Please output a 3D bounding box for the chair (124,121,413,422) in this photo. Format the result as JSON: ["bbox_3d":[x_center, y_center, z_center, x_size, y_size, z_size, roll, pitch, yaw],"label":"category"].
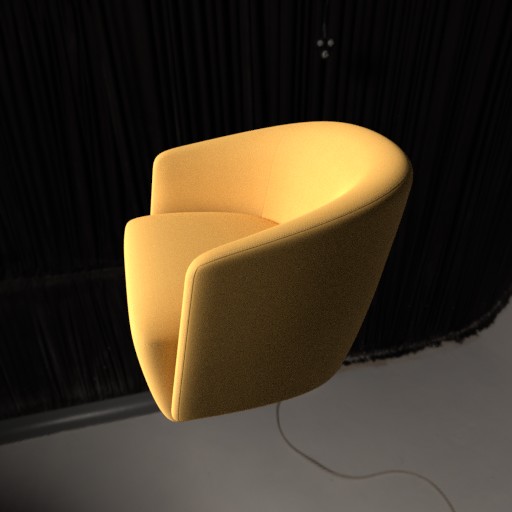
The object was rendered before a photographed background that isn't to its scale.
[{"bbox_3d":[0.000,0.000,1.339,0.767,0.698,0.773,-8,30,-14],"label":"chair"}]
